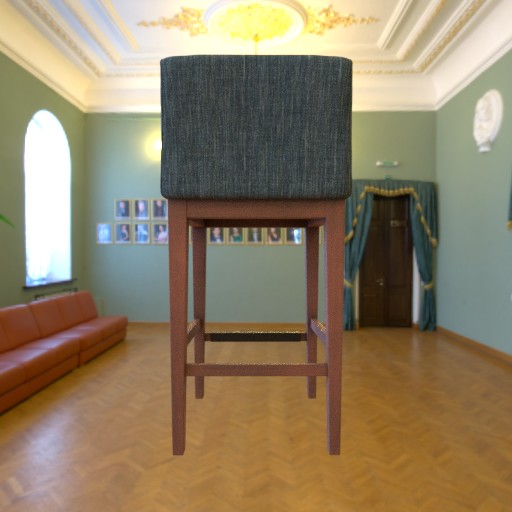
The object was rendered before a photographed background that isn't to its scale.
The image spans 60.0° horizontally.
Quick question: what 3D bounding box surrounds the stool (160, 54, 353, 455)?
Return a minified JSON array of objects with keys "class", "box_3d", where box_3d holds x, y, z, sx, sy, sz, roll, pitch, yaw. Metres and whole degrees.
[{"class":"stool","box_3d":[0.000,0.000,1.114,0.395,0.835,0.459,0,0,0]}]
